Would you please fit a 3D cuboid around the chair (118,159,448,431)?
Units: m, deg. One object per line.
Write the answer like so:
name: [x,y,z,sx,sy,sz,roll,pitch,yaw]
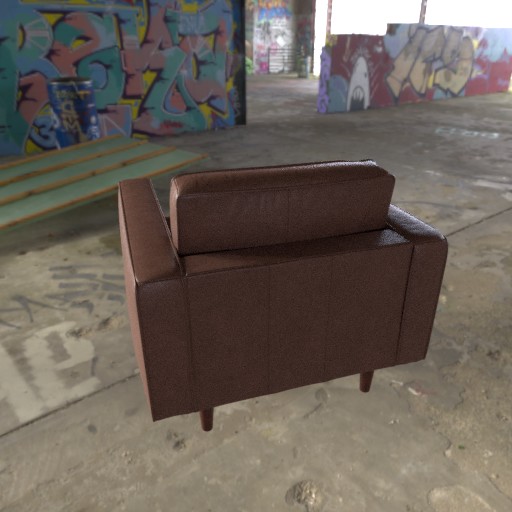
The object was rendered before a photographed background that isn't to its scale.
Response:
chair: [0.000,0.000,1.589,0.920,0.770,0.900,-8,27,-16]
